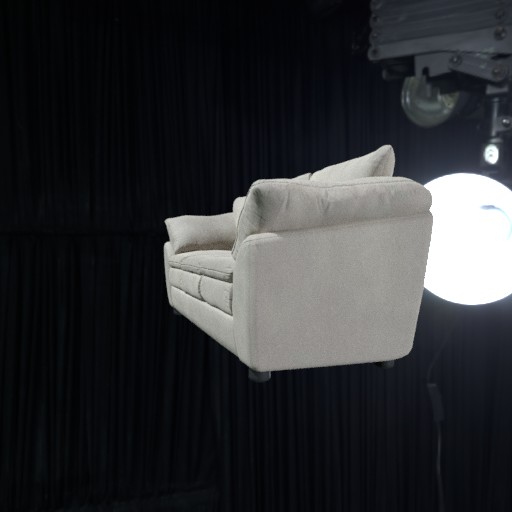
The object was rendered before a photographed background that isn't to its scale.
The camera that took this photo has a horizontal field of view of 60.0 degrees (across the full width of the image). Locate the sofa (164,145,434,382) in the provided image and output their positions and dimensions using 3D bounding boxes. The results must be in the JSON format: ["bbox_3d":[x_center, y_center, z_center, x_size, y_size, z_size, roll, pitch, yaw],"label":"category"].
[{"bbox_3d":[0.000,0.000,2.831,0.878,0.996,2.334,0,1,-20],"label":"sofa"}]
